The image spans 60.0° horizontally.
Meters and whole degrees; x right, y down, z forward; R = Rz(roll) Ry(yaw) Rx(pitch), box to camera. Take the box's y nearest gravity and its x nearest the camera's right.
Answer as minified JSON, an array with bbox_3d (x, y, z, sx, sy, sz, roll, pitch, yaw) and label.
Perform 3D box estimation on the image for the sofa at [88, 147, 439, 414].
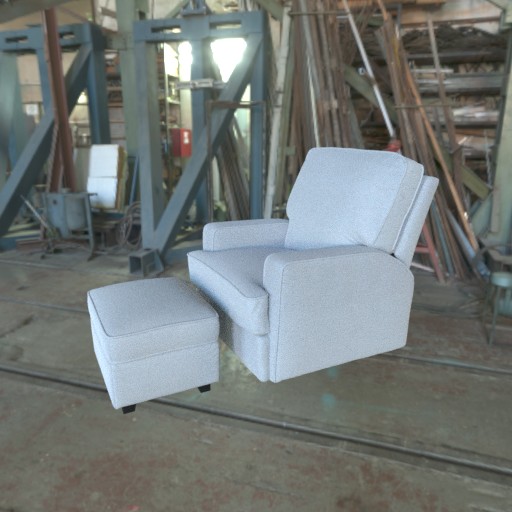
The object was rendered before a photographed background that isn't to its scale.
[{"bbox_3d":[0.000,0.000,2.069,1.472,0.959,0.861,-8,18,-26],"label":"sofa"}]
